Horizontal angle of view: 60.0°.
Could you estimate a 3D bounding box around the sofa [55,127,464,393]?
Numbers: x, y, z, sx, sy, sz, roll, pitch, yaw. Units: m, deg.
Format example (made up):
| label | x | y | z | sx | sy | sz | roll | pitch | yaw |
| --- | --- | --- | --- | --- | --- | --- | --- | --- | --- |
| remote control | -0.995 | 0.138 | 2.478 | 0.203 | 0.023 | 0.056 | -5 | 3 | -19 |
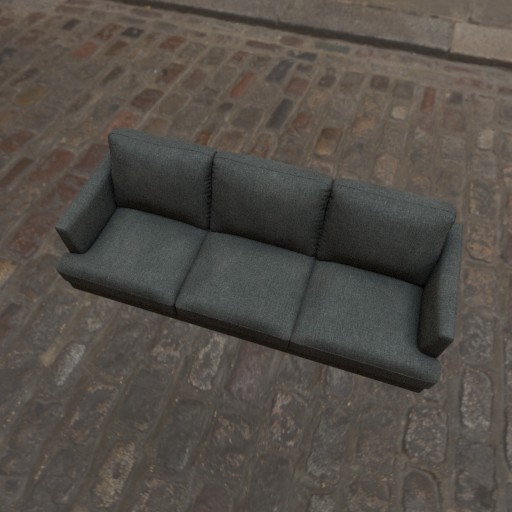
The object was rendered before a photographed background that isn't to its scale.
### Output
| label | x | y | z | sx | sy | sz | roll | pitch | yaw |
| --- | --- | --- | --- | --- | --- | --- | --- | --- | --- |
| sofa | 0.000 | 0.000 | 2.646 | 2.246 | 0.930 | 0.903 | 15 | 58 | 10 |
